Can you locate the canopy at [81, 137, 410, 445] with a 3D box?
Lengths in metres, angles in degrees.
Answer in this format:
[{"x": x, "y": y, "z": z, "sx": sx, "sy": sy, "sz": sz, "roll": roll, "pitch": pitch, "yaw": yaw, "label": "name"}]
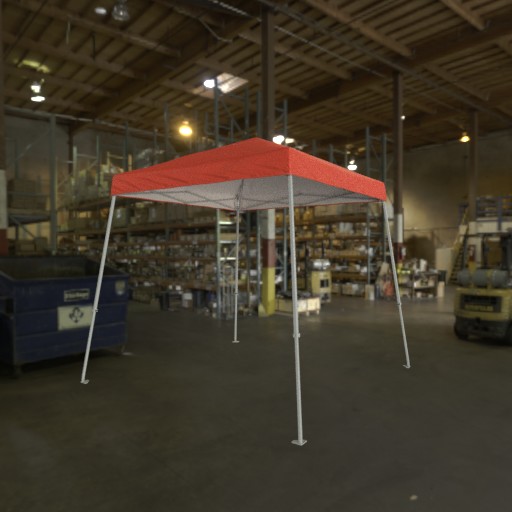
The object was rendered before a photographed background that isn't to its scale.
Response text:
[{"x": 0.000, "y": 0.000, "z": 5.344, "sx": 2.850, "sy": 2.850, "sz": 2.849, "roll": 0, "pitch": 1, "yaw": 35, "label": "canopy"}]
